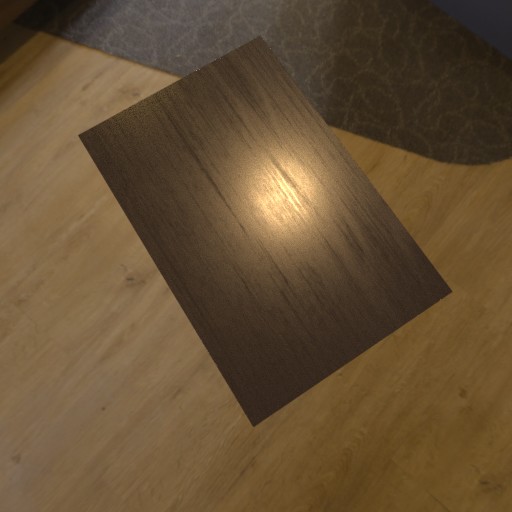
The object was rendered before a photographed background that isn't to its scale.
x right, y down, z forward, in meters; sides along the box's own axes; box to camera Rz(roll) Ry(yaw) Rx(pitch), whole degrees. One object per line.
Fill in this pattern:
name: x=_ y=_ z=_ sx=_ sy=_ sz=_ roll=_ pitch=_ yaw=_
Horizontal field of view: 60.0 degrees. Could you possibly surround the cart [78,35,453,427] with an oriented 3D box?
cart: x=0.000 y=0.000 z=1.286 sx=0.449 sy=0.878 sz=0.690 roll=-32 pitch=79 yaw=-7
